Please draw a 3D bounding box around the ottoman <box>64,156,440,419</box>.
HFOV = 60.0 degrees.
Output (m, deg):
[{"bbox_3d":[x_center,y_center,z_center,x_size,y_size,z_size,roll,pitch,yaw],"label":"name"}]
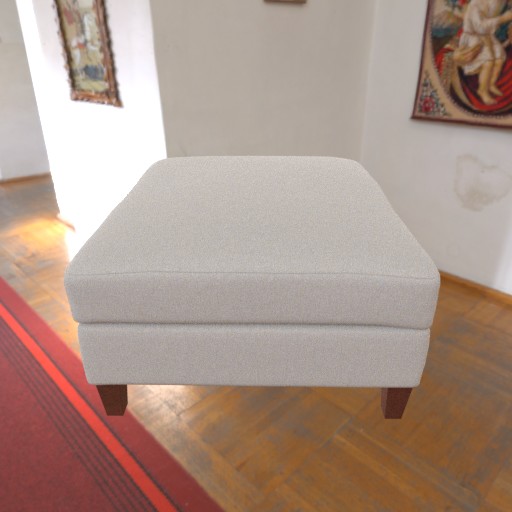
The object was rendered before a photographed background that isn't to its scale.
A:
[{"bbox_3d":[0.000,0.000,1.445,0.836,0.492,0.976,0,27,1],"label":"ottoman"}]
